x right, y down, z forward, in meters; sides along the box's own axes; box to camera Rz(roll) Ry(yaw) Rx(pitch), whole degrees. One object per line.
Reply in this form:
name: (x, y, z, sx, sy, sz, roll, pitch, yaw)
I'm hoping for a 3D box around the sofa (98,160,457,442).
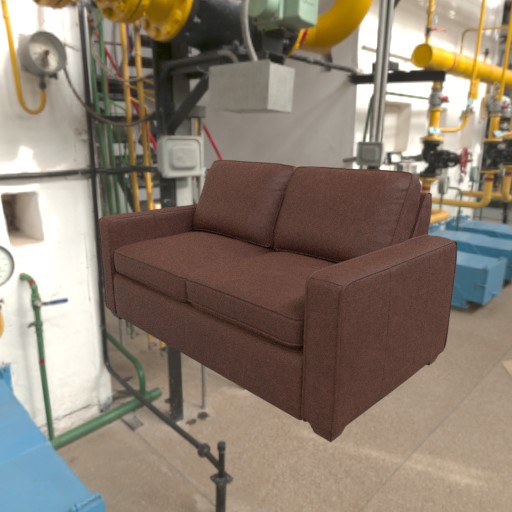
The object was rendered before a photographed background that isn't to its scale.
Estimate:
sofa: (0.000, 0.000, 2.308, 0.947, 0.918, 1.709, -14, 21, -43)
